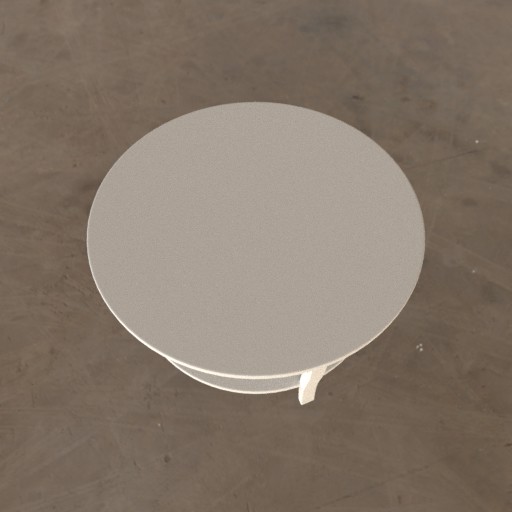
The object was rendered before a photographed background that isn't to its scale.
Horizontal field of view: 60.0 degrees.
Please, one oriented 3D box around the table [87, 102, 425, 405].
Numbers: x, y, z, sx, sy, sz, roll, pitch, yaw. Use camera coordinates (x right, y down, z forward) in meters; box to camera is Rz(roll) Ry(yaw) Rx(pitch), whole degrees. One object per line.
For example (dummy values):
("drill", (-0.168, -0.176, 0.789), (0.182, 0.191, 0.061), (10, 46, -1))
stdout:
("table", (0.000, 0.000, 1.408), (0.910, 0.457, 0.910), (0, 58, 0))
